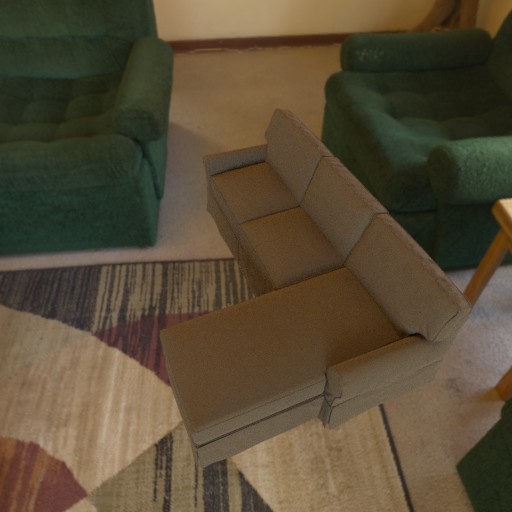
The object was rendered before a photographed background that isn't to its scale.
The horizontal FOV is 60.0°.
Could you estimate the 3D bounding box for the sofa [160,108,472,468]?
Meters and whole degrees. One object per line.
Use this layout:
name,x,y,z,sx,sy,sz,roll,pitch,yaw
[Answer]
sofa,0.000,0.000,3.315,1.733,0.978,2.475,-17,49,-16
